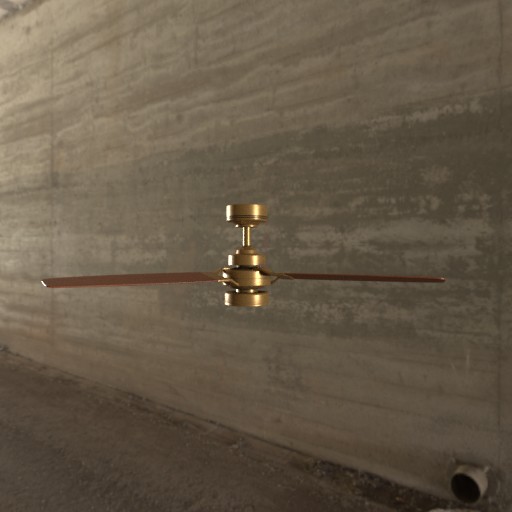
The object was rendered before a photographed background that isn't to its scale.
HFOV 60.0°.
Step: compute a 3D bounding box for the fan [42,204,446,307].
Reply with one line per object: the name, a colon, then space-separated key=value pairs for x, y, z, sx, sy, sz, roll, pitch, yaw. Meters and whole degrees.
fan: x=0.000 y=0.000 z=2.032 sx=1.416 sy=0.425 sz=1.271 roll=0 pitch=0 yaw=1
